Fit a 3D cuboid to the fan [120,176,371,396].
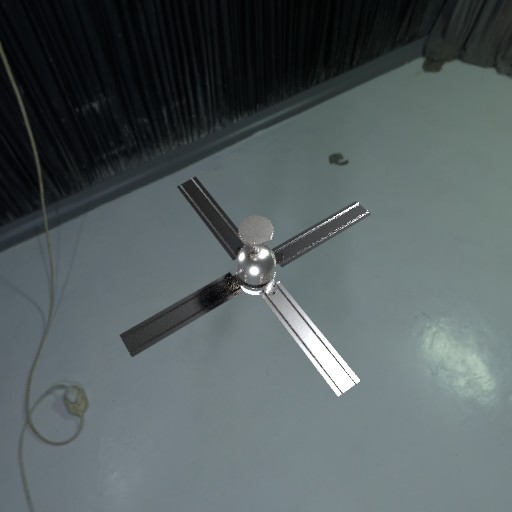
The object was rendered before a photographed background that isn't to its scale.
[{"bbox_3d":[0.000,0.000,1.988,1.346,0.406,1.346,-31,63,-18],"label":"fan"}]
